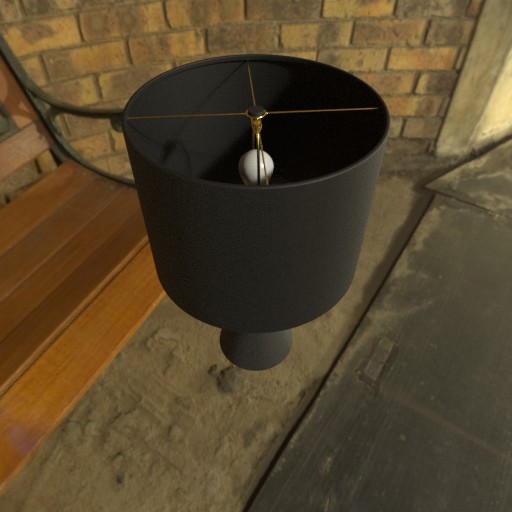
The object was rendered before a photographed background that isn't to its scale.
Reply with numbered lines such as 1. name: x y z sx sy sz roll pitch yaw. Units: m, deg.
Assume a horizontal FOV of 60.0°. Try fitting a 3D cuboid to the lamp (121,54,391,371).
1. lamp: 0.000 0.000 0.812 0.359 0.584 0.359 -3 46 -3
